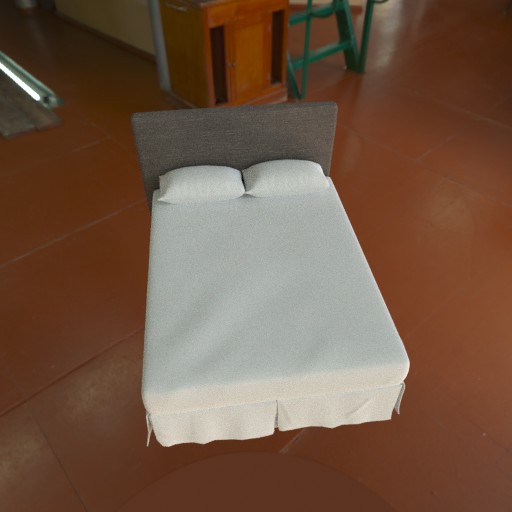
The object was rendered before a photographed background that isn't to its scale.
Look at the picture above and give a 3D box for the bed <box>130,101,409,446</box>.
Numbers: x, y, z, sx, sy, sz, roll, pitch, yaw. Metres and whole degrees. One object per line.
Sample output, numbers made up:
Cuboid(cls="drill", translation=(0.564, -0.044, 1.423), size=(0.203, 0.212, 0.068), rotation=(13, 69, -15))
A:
Cuboid(cls="bed", translation=(0.000, 0.000, 3.250), size=(1.723, 1.330, 2.142), rotation=(-5, 45, -5))
